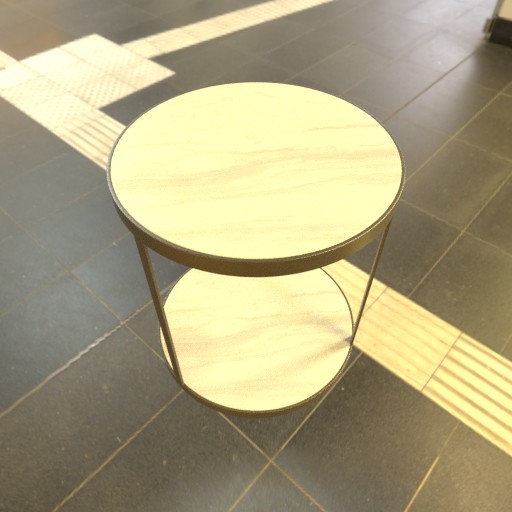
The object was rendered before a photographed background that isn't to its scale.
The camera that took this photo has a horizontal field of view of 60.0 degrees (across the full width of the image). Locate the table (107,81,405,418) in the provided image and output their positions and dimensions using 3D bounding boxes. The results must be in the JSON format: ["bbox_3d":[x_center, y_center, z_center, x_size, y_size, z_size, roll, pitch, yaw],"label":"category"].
[{"bbox_3d":[0.000,0.000,0.854,0.445,0.479,0.445,0,48,0],"label":"table"}]
